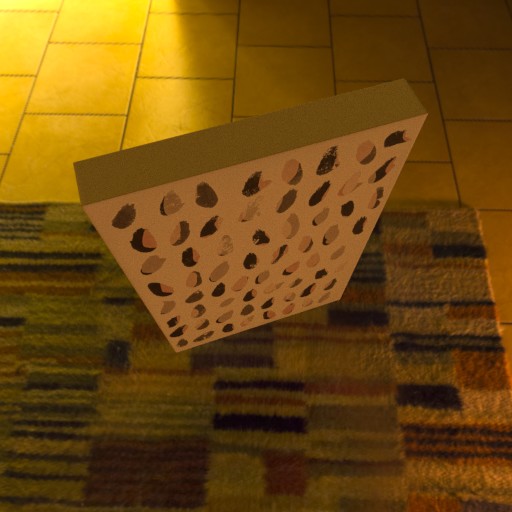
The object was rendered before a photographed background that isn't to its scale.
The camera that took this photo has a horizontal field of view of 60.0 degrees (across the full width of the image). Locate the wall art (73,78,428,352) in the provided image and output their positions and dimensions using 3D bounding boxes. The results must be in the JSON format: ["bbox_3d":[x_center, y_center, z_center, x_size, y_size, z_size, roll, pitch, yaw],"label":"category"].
[{"bbox_3d":[0.000,0.000,0.484,0.252,0.381,0.039,-17,65,-8],"label":"wall art"}]
